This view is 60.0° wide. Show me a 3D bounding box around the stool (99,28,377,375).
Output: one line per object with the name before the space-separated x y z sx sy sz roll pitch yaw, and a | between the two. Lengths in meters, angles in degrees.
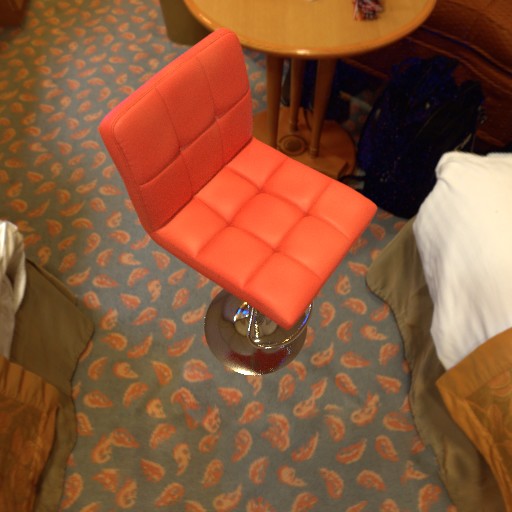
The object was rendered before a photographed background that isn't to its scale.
stool | 0.000 0.000 1.351 0.505 1.115 0.430 32 65 18
